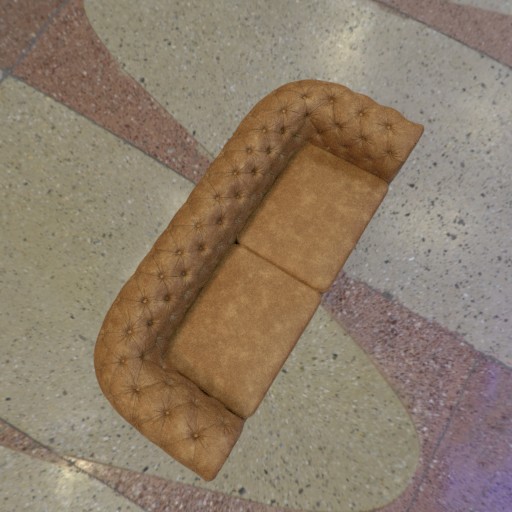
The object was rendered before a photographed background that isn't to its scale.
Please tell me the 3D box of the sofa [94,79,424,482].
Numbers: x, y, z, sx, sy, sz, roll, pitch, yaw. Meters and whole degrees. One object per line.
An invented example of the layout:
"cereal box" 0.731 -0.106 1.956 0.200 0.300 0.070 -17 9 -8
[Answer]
"sofa" 0.000 0.000 2.785 0.989 0.760 2.365 32 78 7
